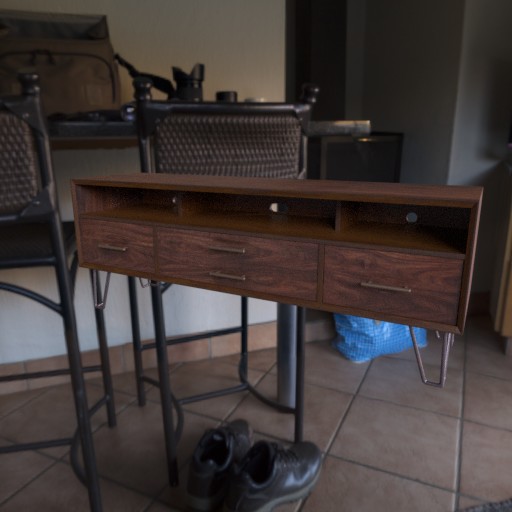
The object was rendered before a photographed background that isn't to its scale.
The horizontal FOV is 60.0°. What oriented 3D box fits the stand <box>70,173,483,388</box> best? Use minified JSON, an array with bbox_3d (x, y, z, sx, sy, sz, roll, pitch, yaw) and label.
[{"bbox_3d":[0.000,0.000,1.856,1.626,0.610,0.481,7,16,27],"label":"stand"}]
